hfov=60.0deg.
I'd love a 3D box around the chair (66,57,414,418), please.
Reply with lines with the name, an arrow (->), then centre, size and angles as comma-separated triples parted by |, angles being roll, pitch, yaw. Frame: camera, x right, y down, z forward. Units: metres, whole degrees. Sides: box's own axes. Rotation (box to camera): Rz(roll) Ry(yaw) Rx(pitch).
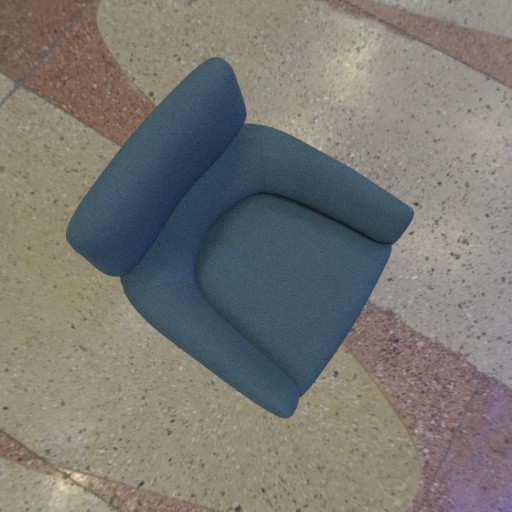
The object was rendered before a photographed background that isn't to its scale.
chair -> 0.000, 0.000, 1.412 | 0.761, 0.813, 0.738 | 33, 77, 9
